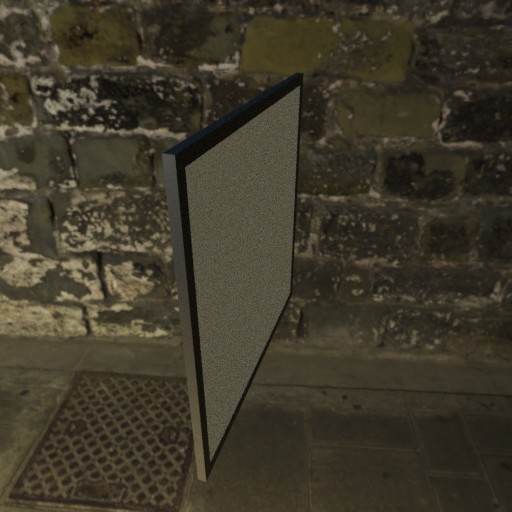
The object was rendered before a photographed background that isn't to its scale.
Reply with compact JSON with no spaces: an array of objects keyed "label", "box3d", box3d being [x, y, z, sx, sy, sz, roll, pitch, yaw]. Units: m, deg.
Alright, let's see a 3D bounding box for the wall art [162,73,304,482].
[{"label":"wall art","box3d":[0.000,0.000,1.192,0.022,0.807,0.807,10,32,16]}]
